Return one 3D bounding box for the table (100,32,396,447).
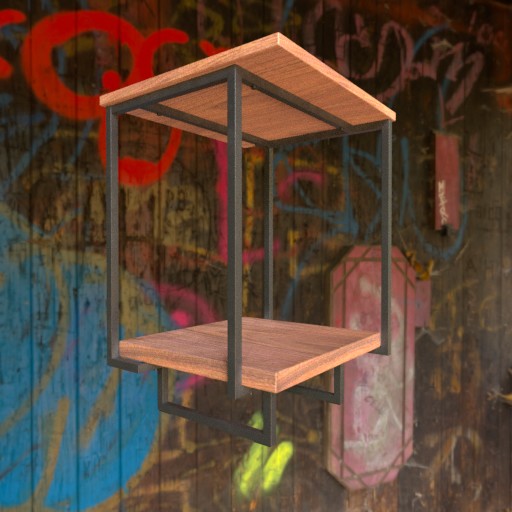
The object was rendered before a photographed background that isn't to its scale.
[{"bbox_3d":[0.000,0.000,0.835,0.384,0.567,0.411,1,1,37],"label":"table"}]
